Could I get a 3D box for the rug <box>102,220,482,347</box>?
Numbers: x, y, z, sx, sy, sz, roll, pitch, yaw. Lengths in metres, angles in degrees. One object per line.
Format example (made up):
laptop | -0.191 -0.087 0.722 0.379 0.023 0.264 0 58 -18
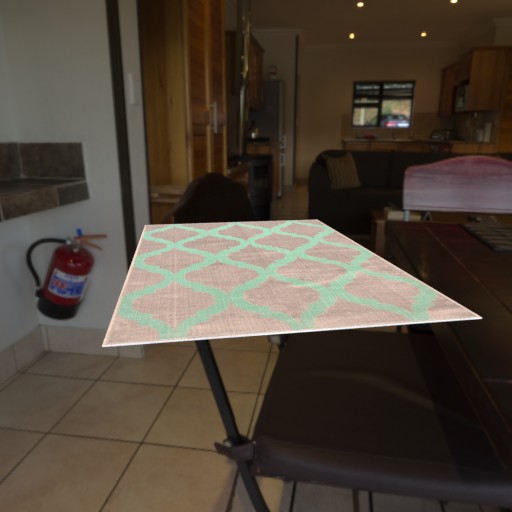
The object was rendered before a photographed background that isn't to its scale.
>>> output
rug | 0.000 0.000 2.814 1.524 0.006 2.286 -3 15 -9
